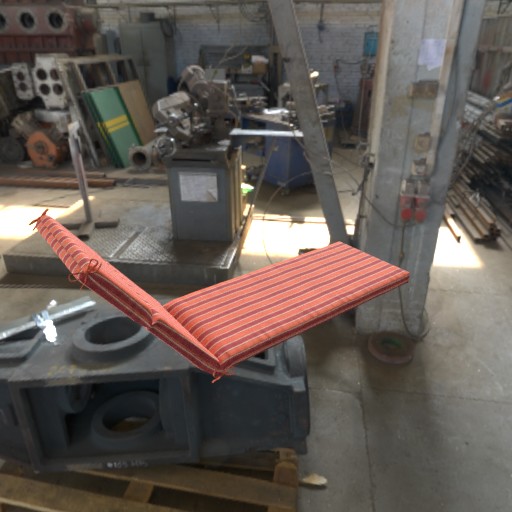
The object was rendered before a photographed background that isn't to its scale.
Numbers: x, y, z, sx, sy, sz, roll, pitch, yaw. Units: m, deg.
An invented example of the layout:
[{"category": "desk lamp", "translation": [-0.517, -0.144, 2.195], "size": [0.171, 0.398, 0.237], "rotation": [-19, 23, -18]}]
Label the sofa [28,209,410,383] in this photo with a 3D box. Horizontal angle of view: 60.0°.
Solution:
[{"category": "sofa", "translation": [0.000, 0.000, 1.965], "size": [1.663, 0.622, 0.582], "rotation": [-18, 31, -33]}]
